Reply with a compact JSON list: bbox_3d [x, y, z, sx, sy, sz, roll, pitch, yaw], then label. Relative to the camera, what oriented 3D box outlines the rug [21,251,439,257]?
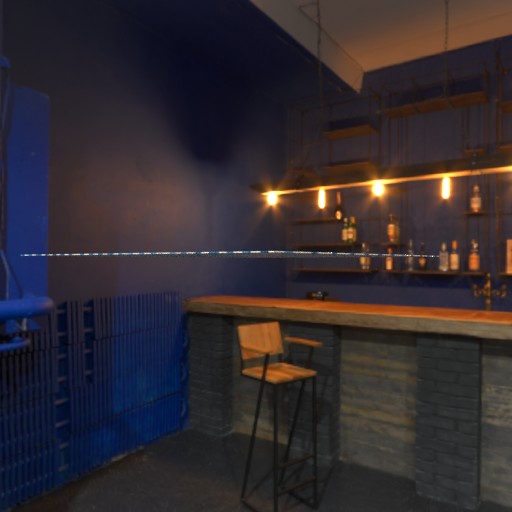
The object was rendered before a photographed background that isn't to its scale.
[{"bbox_3d":[0.000,0.000,4.064,2.453,0.008,3.059,0,-1,36],"label":"rug"}]
